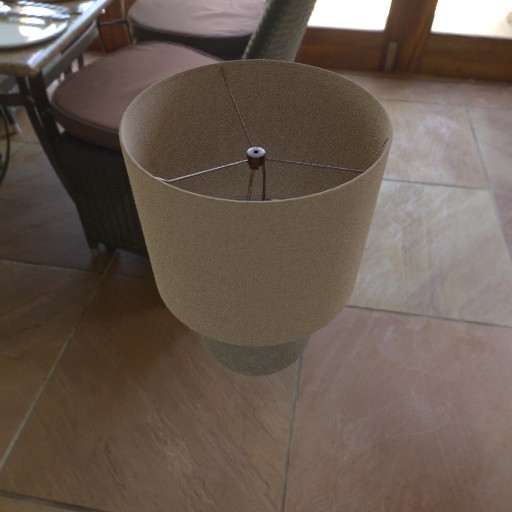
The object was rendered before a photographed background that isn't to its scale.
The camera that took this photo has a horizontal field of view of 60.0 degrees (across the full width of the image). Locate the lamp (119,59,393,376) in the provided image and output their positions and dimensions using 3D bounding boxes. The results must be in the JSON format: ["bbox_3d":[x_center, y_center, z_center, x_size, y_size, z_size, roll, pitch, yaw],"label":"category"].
[{"bbox_3d":[0.000,0.000,0.592,0.269,0.409,0.269,10,48,9],"label":"lamp"}]
